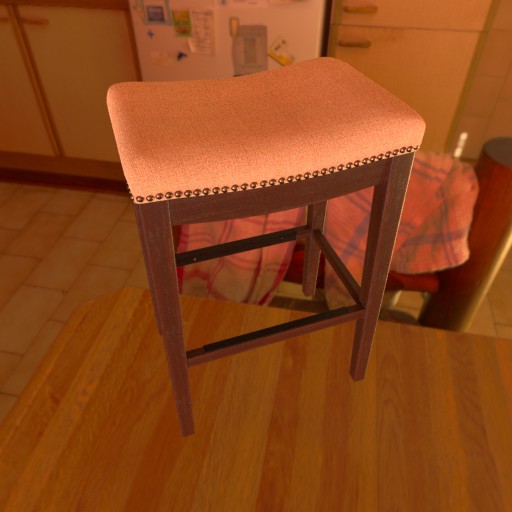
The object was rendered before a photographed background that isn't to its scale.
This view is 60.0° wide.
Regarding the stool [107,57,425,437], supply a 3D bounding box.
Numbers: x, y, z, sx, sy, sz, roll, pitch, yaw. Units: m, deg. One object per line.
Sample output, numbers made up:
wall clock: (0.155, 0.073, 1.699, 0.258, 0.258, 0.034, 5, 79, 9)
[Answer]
stool: (0.000, 0.000, 1.031, 0.509, 0.768, 0.363, -13, 44, -14)
